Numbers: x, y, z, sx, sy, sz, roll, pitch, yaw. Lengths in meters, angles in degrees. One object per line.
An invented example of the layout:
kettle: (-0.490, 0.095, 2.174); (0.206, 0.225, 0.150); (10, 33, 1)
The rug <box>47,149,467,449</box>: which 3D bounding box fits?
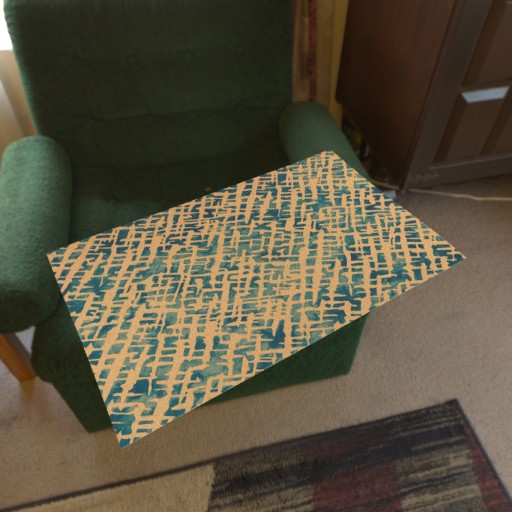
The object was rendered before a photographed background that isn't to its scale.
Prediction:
rug: (0.000, 0.000, 3.032); (2.447, 0.011, 1.520); (-24, 52, -20)
